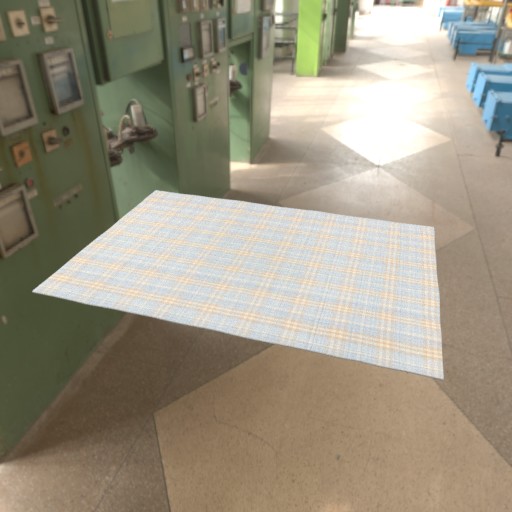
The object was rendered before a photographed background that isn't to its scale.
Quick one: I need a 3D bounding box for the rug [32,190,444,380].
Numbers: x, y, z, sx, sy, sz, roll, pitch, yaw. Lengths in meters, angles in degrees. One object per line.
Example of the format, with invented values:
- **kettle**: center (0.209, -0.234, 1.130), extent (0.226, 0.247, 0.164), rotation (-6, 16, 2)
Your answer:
- **rug**: center (0.000, 0.000, 2.351), extent (1.835, 0.012, 1.231), rotation (9, 33, 14)
